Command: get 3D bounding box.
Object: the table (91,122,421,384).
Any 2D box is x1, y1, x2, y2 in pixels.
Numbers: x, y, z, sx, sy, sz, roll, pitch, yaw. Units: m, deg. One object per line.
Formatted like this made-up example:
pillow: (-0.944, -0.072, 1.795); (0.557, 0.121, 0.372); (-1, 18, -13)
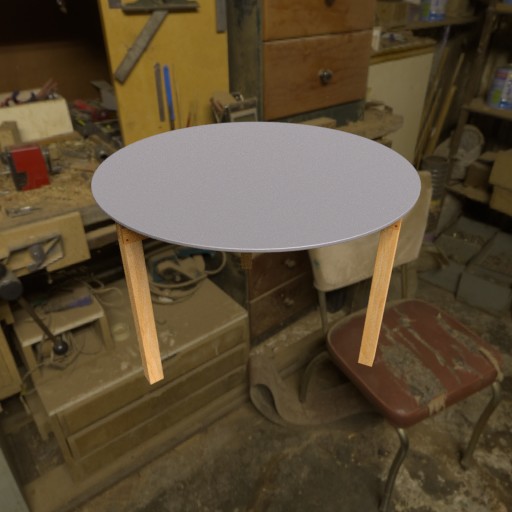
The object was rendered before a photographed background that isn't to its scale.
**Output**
table: (0.000, 0.000, 0.954); (0.600, 0.405, 0.600); (0, 33, 0)
